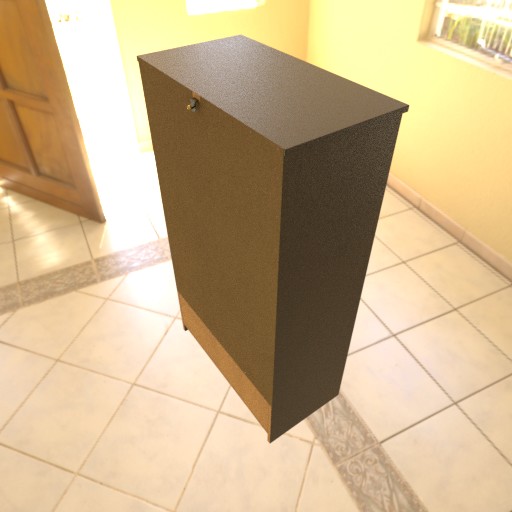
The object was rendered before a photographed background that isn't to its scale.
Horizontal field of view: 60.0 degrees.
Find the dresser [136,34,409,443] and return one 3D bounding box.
[{"bbox_3d":[0.000,0.000,1.583,0.418,1.254,0.704,-25,47,-26],"label":"dresser"}]
